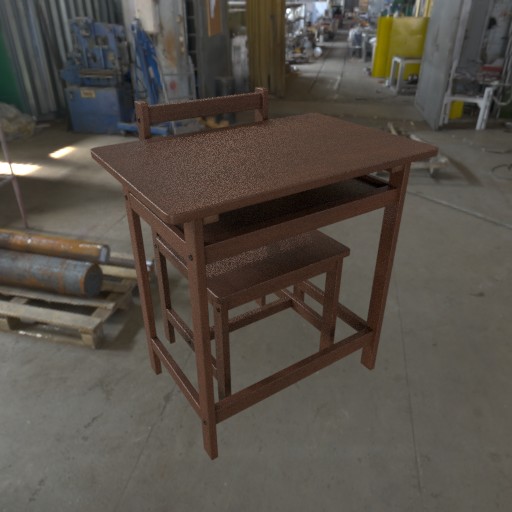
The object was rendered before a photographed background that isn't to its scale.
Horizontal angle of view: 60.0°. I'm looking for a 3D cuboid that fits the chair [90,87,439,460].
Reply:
[{"bbox_3d":[0.000,0.000,1.057,0.599,0.673,0.463,-18,35,-29],"label":"chair"}]
